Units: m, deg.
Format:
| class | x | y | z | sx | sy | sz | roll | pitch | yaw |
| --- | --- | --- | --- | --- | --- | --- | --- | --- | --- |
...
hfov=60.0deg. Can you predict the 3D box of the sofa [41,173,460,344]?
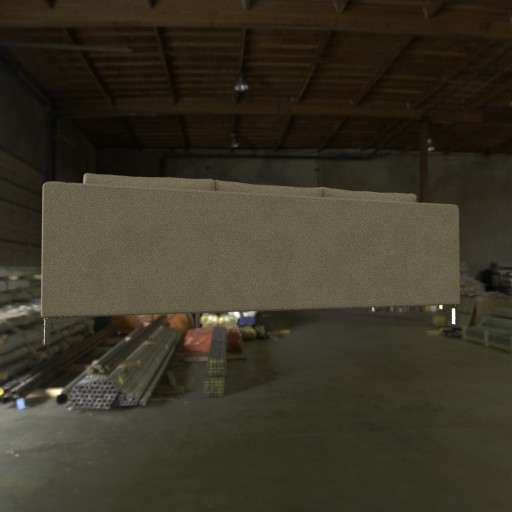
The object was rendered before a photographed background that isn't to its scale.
| class | x | y | z | sx | sy | sz | roll | pitch | yaw |
| --- | --- | --- | --- | --- | --- | --- | --- | --- | --- |
| sofa | 0.000 | 0.000 | 2.888 | 2.415 | 0.867 | 0.969 | 1 | -2 | -19 |
